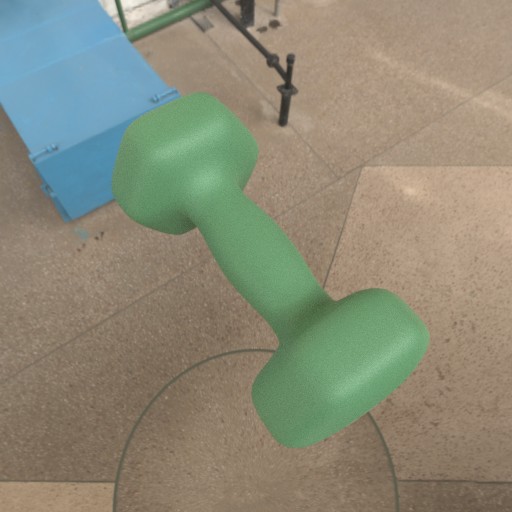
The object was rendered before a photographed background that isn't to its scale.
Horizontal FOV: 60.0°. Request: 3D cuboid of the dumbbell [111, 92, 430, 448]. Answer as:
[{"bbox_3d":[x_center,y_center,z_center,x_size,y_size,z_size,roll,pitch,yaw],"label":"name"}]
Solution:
[{"bbox_3d":[0.000,0.000,0.324,0.126,0.114,0.257,-31,67,-15],"label":"dumbbell"}]
